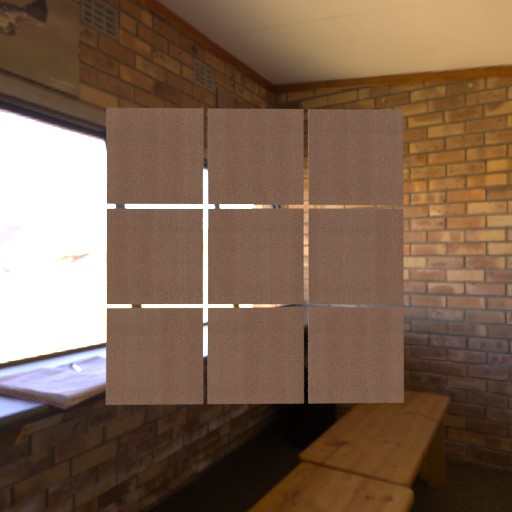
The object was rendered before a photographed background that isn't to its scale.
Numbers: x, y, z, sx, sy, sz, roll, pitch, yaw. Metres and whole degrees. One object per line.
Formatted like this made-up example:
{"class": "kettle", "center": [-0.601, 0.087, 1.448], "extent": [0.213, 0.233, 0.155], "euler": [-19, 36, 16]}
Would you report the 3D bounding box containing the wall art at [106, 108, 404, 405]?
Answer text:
{"class": "wall art", "center": [0.000, 0.000, 2.263], "extent": [1.517, 1.505, 0.002], "euler": [0, 0, -1]}
